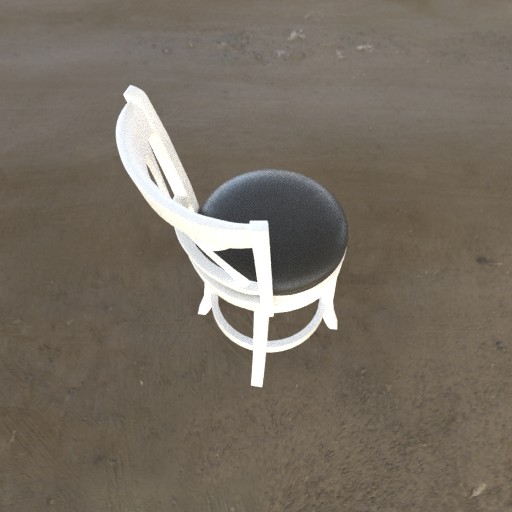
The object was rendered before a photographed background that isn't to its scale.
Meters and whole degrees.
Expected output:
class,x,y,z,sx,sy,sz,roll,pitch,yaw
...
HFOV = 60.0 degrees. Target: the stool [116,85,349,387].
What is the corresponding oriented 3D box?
class,x,y,z,sx,sy,sz,roll,pitch,yaw
stool,0.000,0.000,1.218,0.508,0.953,0.444,-32,63,-19
